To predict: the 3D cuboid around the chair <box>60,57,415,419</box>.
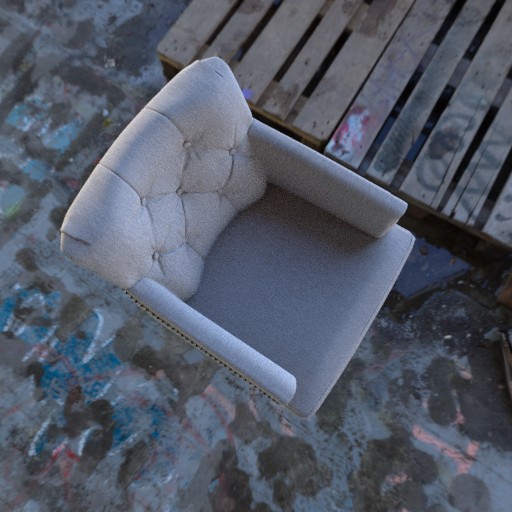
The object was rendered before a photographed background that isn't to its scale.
[{"bbox_3d":[0.000,0.000,1.534,0.902,0.823,0.737,32,78,8],"label":"chair"}]
